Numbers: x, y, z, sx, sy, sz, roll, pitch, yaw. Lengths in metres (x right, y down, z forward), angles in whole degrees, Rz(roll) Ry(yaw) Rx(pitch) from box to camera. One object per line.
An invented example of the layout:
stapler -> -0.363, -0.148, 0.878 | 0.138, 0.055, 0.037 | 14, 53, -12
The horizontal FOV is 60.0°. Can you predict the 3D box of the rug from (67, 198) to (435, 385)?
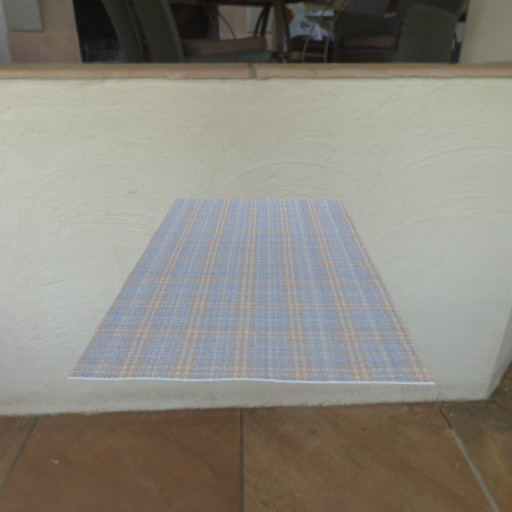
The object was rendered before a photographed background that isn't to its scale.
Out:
rug -> 0.000, 0.000, 2.955 | 1.545, 0.016, 2.460 | 1, 25, 1
